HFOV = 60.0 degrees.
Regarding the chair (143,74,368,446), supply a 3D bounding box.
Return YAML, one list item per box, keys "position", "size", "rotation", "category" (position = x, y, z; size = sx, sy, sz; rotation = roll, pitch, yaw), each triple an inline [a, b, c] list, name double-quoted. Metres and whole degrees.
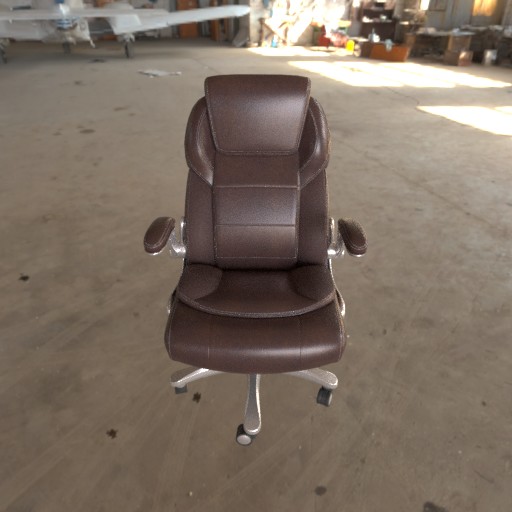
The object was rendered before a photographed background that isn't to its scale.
- position: [0.000, 0.000, 1.628]
  size: [0.733, 1.160, 0.774]
  rotation: [0, 30, 1]
  category: "chair"
